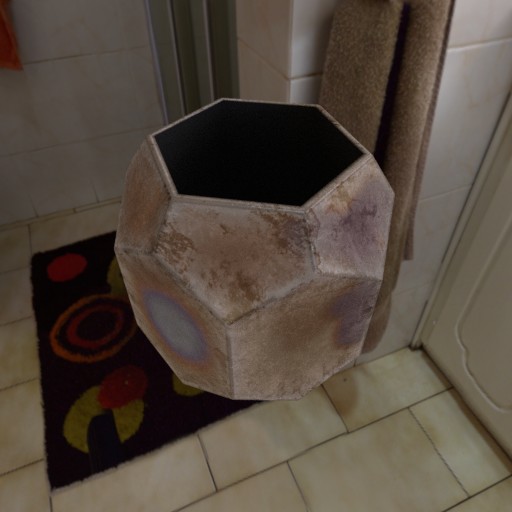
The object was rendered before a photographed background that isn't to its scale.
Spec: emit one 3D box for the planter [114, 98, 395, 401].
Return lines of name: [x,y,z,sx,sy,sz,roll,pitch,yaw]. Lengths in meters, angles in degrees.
planter: [0.000,0.000,0.421,0.243,0.238,0.221,-15,46,-15]
